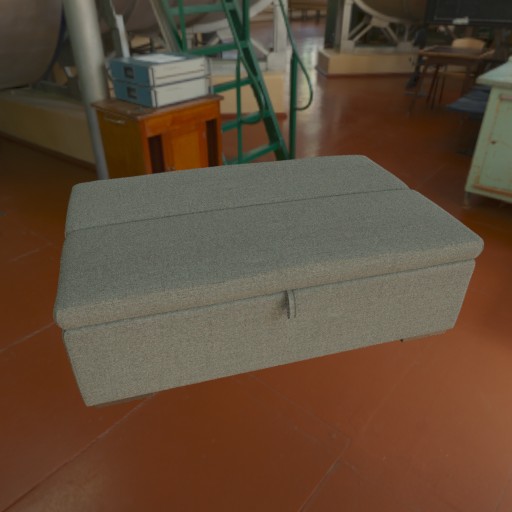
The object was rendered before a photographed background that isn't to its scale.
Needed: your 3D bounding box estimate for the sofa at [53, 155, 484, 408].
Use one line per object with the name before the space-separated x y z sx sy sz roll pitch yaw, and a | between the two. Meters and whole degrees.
sofa | 0.000 0.000 1.612 1.250 0.434 0.817 -9 34 -13
